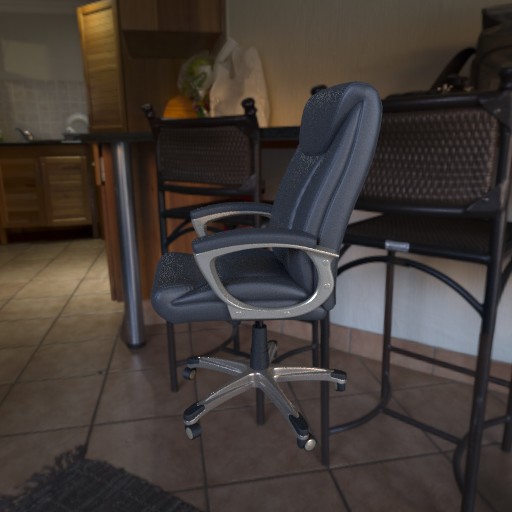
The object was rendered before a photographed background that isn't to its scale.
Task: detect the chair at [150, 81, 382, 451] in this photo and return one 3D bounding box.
[{"bbox_3d":[0.000,0.000,1.639,0.748,1.188,0.694,-2,15,-8],"label":"chair"}]
